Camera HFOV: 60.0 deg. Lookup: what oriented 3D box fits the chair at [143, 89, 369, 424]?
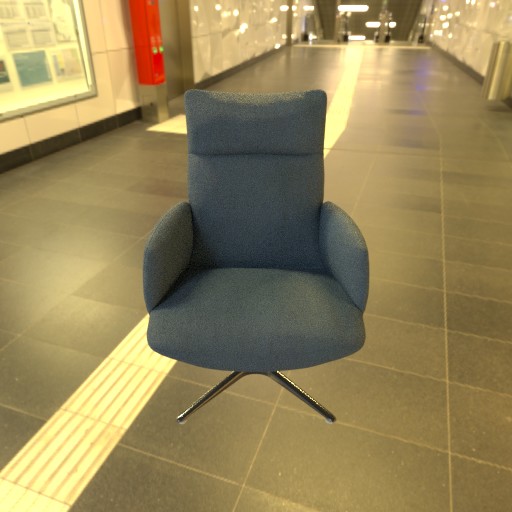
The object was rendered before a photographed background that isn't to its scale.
[{"bbox_3d":[0.000,0.000,1.592,0.711,1.016,0.889,0,30,0],"label":"chair"}]
